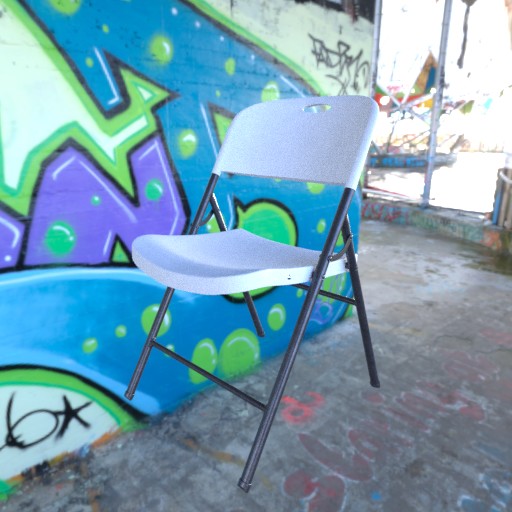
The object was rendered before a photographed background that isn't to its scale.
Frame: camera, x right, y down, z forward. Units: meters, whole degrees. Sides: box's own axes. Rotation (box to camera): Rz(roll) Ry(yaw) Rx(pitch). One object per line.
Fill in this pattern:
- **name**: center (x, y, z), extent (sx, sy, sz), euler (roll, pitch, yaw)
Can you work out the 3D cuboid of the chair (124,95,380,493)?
- **chair**: center (0.000, 0.000, 1.159), extent (0.494, 0.810, 0.566), euler (15, 22, 42)
